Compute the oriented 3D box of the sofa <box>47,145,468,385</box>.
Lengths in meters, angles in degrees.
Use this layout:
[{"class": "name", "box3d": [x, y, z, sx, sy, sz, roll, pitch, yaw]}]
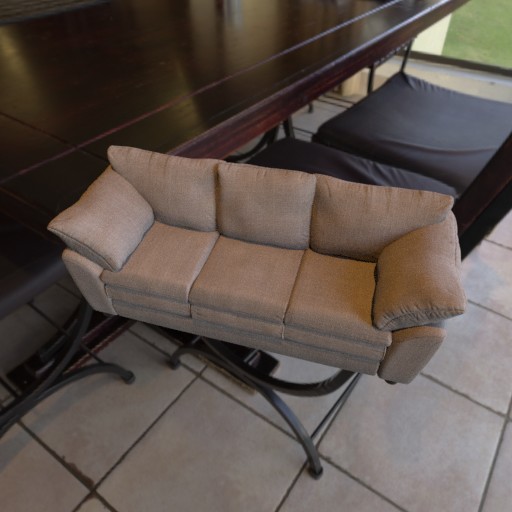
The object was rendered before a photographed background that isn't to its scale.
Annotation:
[{"class": "sofa", "box3d": [0.000, 0.000, 2.813, 2.334, 0.996, 0.878, 11, 42, 12]}]
